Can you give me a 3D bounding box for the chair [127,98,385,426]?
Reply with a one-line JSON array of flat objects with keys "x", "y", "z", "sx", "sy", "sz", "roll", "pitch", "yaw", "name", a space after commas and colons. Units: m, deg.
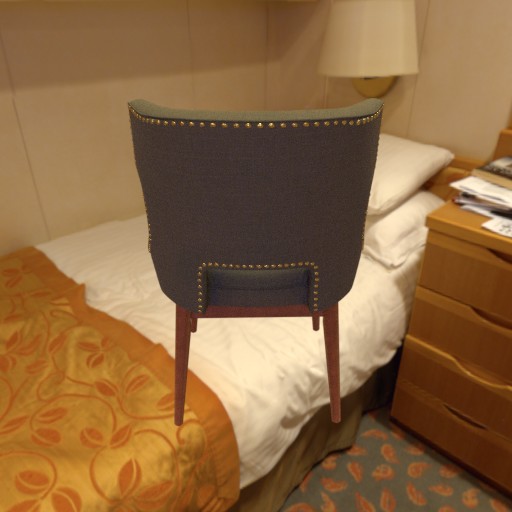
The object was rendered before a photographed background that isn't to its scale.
[{"x": 0.000, "y": 0.000, "z": 1.208, "sx": 0.595, "sy": 0.863, "sz": 0.581, "roll": -1, "pitch": 29, "yaw": -1, "name": "chair"}]
